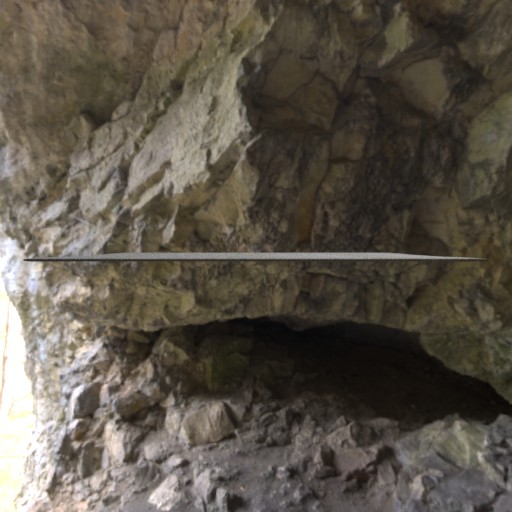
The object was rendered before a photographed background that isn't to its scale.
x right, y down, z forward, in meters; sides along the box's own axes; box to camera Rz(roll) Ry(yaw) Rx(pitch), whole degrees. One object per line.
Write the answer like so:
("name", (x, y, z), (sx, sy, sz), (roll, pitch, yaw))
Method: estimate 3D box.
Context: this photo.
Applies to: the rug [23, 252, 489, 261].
("rug", (0.000, 0.000, 2.957), (2.270, 0.017, 1.606), (0, 1, 0))
